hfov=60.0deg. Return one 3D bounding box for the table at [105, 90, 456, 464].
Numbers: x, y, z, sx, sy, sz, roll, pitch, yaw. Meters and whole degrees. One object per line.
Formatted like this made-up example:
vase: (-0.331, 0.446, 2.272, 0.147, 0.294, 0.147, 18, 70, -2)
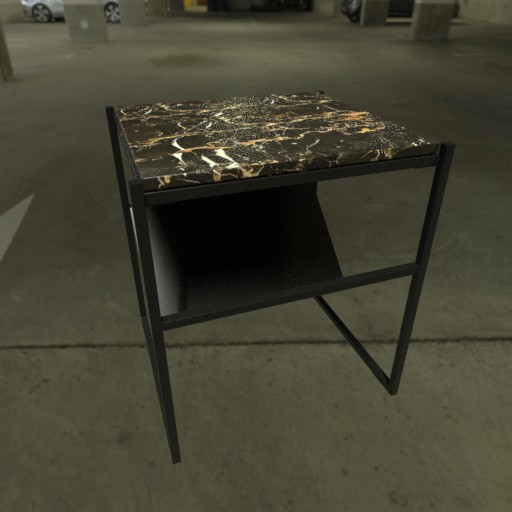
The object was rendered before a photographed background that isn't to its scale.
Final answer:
table: (0.000, 0.000, 0.893, 0.469, 0.534, 0.432, -11, 33, -17)
